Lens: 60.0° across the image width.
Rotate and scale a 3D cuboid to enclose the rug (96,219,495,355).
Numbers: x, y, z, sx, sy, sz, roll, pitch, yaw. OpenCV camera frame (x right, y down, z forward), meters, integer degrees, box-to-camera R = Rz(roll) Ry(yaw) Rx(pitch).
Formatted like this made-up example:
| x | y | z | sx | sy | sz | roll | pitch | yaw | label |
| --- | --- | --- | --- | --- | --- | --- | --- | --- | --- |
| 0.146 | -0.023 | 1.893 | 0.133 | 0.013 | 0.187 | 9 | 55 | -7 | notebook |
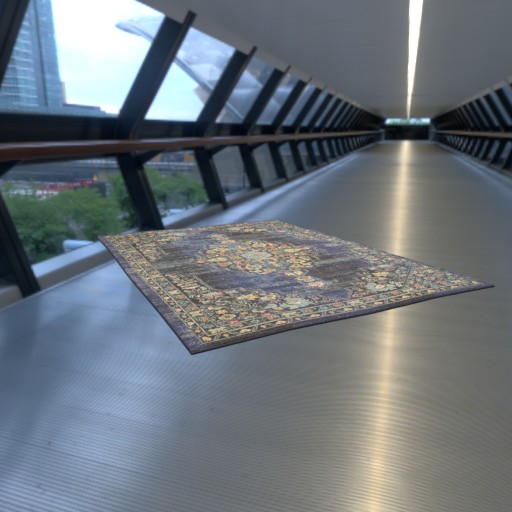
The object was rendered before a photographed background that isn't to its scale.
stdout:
| x | y | z | sx | sy | sz | roll | pitch | yaw | label |
| --- | --- | --- | --- | --- | --- | --- | --- | --- | --- |
| 0.000 | 0.000 | 4.708 | 2.716 | 0.035 | 3.612 | -7 | 16 | -26 | rug |
